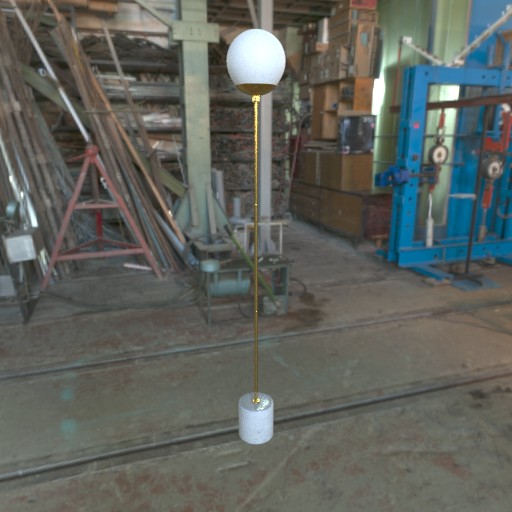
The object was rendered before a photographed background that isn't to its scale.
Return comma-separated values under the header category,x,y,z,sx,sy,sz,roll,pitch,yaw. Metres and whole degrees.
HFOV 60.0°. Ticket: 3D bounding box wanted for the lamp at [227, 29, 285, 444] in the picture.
category,x,y,z,sx,sy,sz,roll,pitch,yaw
lamp,0.000,0.000,1.886,0.224,1.753,0.224,7,17,25
